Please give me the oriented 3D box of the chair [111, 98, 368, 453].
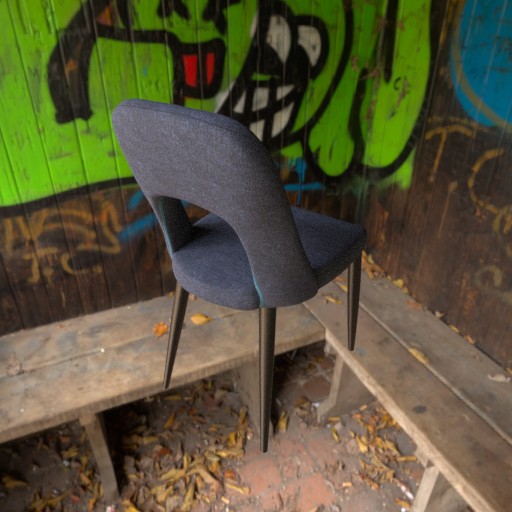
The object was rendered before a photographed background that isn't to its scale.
[{"bbox_3d":[0.000,0.000,1.269,0.470,0.931,0.612,21,37,31],"label":"chair"}]
